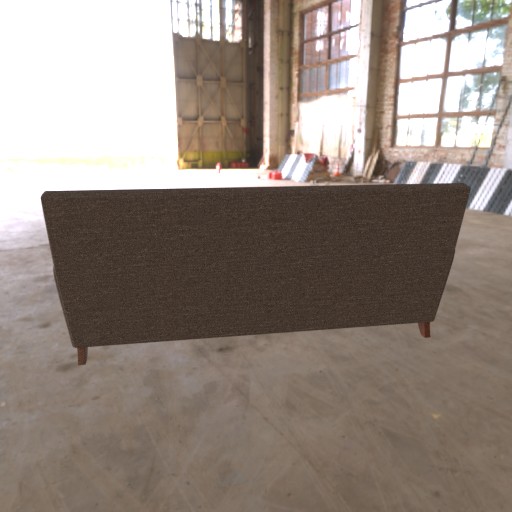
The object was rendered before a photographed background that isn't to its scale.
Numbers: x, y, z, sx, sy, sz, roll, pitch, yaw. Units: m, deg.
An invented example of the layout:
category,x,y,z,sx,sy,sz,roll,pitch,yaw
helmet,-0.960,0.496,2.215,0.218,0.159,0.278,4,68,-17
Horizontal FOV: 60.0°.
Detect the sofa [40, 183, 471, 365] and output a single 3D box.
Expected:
category,x,y,z,sx,sy,sz,roll,pitch,yaw
sofa,0.000,0.000,2.446,1.976,0.846,0.875,-3,15,-9
